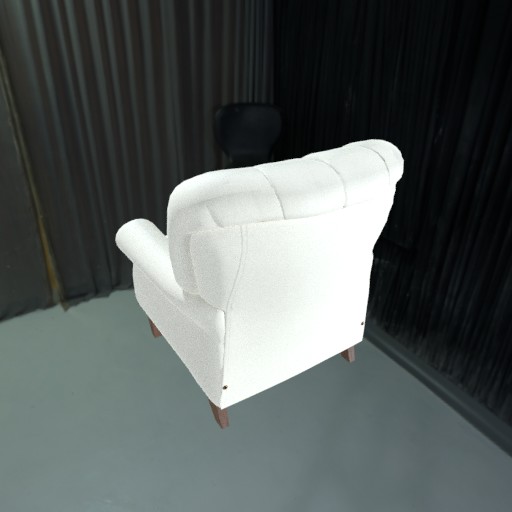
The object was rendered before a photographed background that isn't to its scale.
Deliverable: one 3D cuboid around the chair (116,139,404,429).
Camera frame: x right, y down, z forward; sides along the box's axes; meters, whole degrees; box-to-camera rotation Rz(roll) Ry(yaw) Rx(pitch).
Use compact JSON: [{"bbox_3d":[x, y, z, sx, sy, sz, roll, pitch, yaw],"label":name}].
[{"bbox_3d":[0.000,0.000,2.089,1.035,1.169,1.132,-18,34,-29],"label":"chair"}]
